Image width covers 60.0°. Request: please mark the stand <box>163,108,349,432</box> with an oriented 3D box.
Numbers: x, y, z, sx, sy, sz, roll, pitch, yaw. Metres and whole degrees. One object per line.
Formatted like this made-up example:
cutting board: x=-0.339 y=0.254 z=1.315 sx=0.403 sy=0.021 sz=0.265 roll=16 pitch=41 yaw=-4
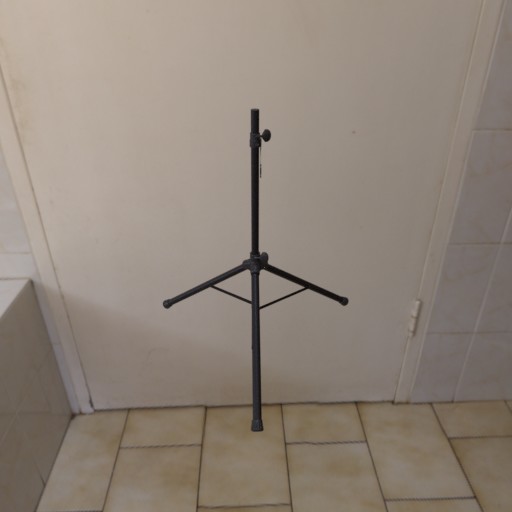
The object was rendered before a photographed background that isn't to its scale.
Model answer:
stand: x=0.000 y=0.000 z=1.870 sx=1.045 sy=1.136 sz=0.907 roll=0 pitch=30 yaw=0
